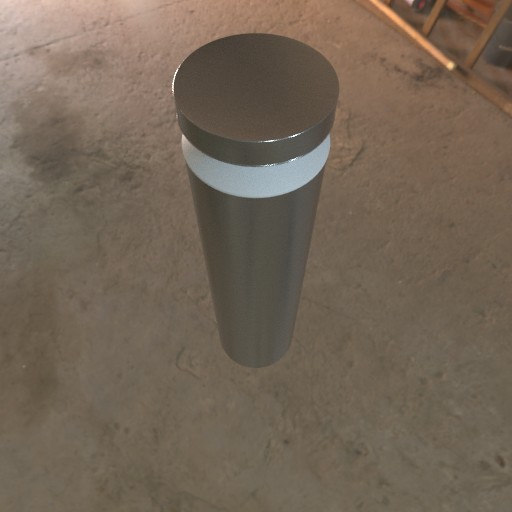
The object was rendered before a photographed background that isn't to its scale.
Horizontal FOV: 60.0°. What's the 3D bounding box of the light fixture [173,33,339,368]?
[{"bbox_3d":[0.000,0.000,0.436,0.102,0.400,0.102,17,60,10],"label":"light fixture"}]
